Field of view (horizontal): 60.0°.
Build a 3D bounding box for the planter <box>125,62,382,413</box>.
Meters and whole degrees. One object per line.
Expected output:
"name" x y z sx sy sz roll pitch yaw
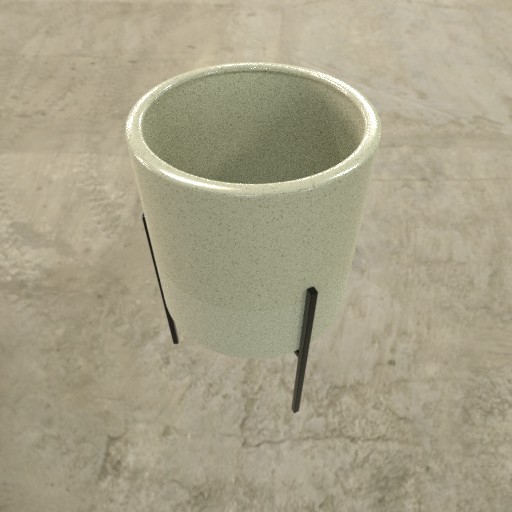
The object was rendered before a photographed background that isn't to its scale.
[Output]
"planter" 0.000 0.000 0.554 0.234 0.390 0.243 24 51 21
